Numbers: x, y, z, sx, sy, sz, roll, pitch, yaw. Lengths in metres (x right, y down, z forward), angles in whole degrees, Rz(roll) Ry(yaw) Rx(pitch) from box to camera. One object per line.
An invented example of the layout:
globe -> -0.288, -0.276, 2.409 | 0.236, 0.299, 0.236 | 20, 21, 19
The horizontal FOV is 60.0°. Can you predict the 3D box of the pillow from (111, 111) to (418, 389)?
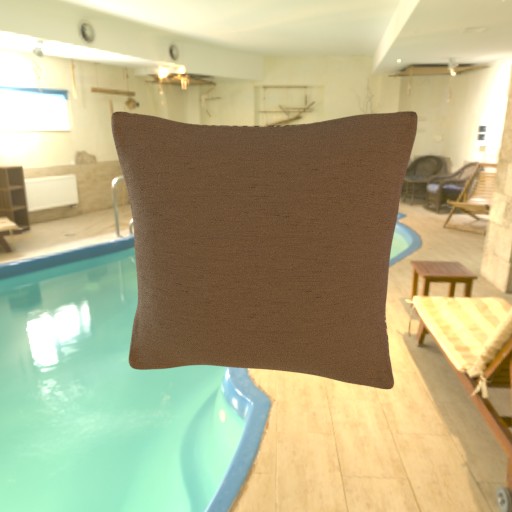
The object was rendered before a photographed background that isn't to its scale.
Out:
pillow -> 0.000, 0.000, 0.669 | 0.436, 0.417, 0.148 | 2, 16, 8
